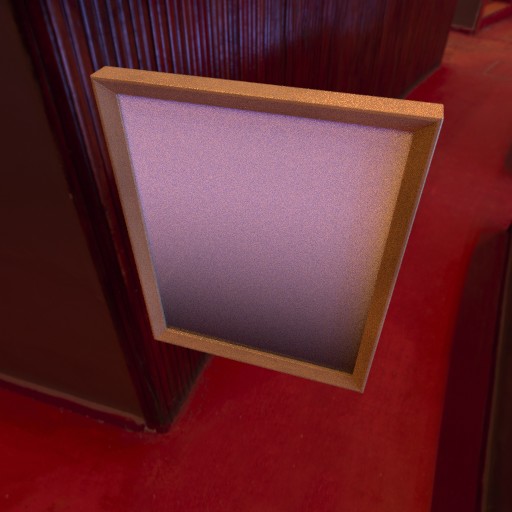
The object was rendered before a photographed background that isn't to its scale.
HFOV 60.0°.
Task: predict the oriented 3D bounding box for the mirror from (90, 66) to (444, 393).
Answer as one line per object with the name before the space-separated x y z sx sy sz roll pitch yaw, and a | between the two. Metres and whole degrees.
mirror | 0.000 0.000 0.671 0.406 0.509 0.041 11 43 13
